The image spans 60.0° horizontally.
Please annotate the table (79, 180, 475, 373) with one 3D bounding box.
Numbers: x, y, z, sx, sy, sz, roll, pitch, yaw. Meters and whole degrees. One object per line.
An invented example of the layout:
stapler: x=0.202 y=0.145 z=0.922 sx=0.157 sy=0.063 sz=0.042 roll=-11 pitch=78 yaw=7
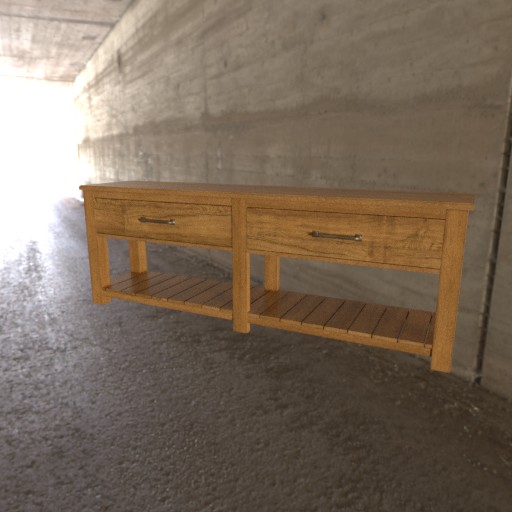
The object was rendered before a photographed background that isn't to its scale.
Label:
table: x=0.000 y=0.000 z=2.116 sx=1.815 sy=0.635 sz=0.425 roll=6 pitch=15 yaw=25
